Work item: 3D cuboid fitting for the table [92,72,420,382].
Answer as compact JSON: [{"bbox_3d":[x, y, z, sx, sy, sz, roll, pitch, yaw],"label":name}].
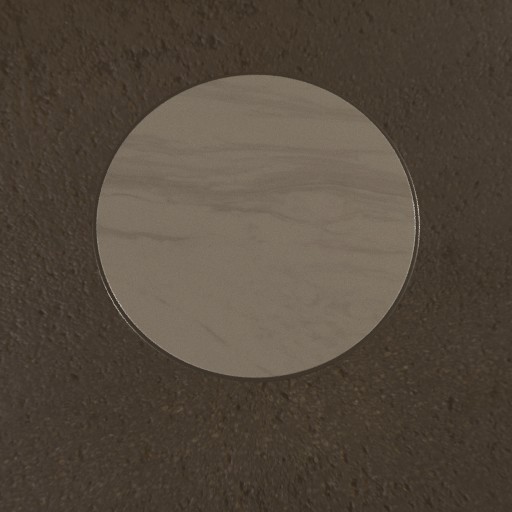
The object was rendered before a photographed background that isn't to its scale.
[{"bbox_3d":[0.000,0.000,0.836,0.445,0.479,0.445,0,76,0],"label":"table"}]
